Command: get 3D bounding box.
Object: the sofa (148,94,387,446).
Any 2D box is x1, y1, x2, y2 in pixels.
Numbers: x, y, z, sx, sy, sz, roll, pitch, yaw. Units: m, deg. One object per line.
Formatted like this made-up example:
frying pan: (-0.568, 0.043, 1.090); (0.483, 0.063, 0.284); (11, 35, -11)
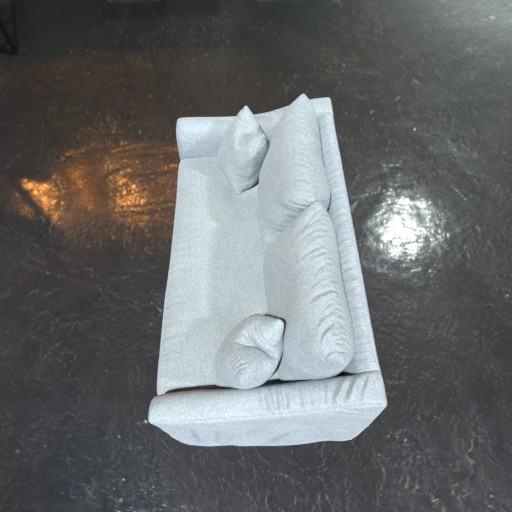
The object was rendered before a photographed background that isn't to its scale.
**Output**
sofa: (0.000, 0.000, 2.668); (1.072, 1.018, 2.010); (-1, 57, -1)
